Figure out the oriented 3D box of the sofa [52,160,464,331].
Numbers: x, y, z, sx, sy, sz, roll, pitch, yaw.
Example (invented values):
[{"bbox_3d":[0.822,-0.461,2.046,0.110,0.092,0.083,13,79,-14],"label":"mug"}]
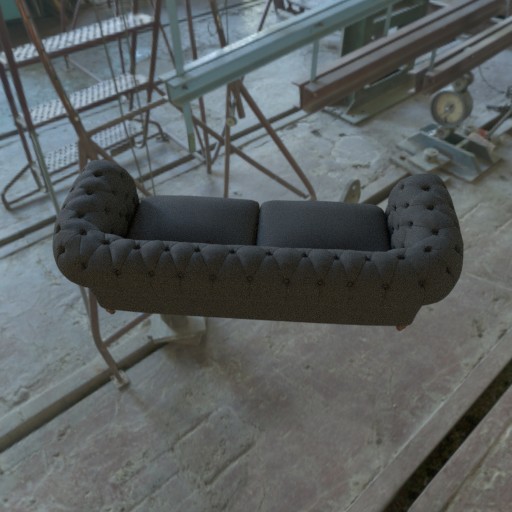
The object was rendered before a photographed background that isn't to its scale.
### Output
[{"bbox_3d":[0.000,0.000,2.766,2.362,0.762,0.991,3,46,3],"label":"sofa"}]
